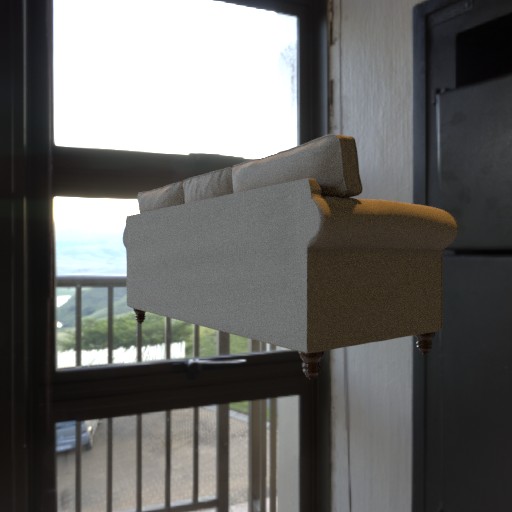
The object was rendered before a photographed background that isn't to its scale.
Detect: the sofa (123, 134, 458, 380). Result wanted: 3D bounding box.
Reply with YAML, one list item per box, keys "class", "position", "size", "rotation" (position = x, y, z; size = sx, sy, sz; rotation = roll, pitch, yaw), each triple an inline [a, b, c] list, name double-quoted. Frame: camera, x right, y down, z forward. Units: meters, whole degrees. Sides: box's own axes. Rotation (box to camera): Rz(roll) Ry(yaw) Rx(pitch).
- class: "sofa"
  position: [0.000, 0.000, 2.667]
  size: [0.916, 0.961, 2.084]
  rotation: [0, 0, -36]
